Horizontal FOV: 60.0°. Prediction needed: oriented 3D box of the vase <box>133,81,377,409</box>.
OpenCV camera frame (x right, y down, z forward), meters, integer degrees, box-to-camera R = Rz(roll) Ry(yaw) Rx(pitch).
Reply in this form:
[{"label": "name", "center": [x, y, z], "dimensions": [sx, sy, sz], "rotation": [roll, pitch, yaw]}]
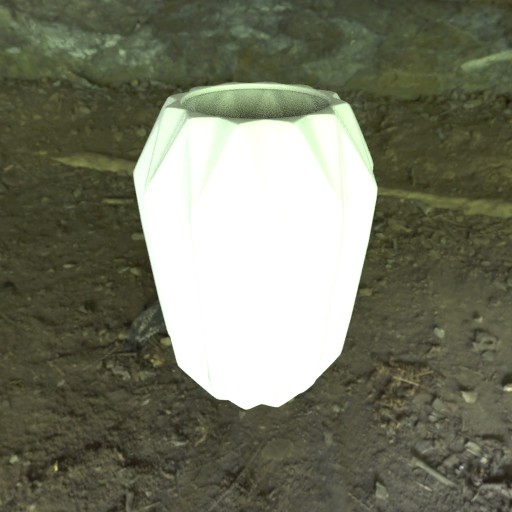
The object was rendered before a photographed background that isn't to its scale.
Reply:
[{"label": "vase", "center": [0.000, 0.000, 0.400], "dimensions": [0.195, 0.275, 0.195], "rotation": [0, 32, 0]}]
